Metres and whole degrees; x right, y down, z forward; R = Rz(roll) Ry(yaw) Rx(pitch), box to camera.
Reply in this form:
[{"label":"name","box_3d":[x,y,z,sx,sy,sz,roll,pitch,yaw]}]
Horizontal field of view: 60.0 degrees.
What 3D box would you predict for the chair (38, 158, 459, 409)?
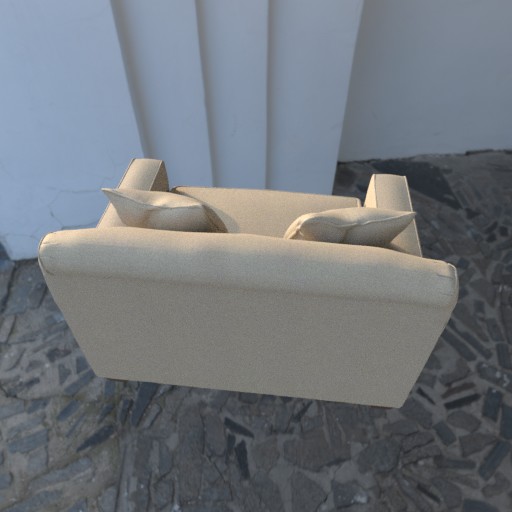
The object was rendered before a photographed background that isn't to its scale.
[{"label":"chair","box_3d":[0.000,0.000,2.020,1.383,0.948,1.000,5,47,4]}]
